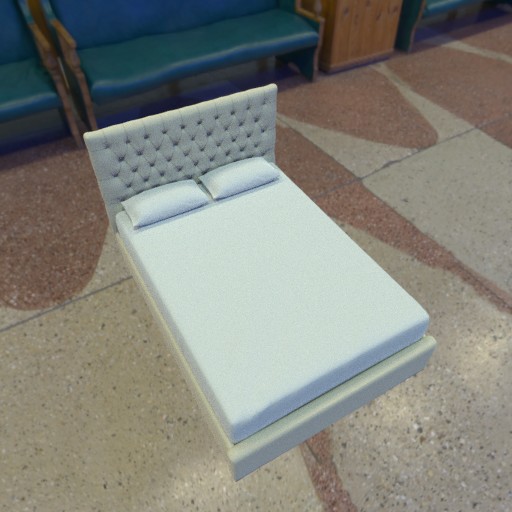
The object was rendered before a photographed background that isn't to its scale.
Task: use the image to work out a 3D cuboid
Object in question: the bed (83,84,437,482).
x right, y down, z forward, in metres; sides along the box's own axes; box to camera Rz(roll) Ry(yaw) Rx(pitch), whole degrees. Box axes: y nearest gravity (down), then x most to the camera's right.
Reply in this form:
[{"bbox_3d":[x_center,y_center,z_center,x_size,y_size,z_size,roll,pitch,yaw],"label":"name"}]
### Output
[{"bbox_3d":[0.000,0.000,3.422,1.698,1.427,2.387,-22,50,-20],"label":"bed"}]
